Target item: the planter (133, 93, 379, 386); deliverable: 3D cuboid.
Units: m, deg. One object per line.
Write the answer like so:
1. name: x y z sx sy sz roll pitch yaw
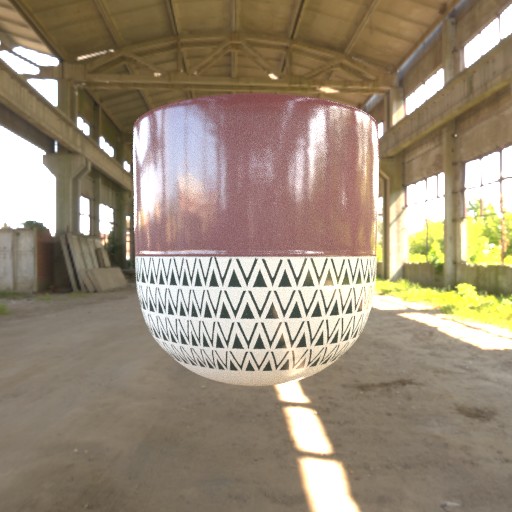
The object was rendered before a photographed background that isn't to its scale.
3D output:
1. planter: 0.000 0.000 0.498 0.266 0.270 0.266 0 0 0
